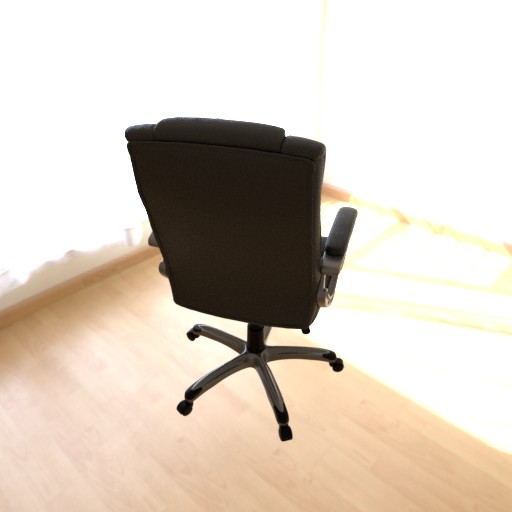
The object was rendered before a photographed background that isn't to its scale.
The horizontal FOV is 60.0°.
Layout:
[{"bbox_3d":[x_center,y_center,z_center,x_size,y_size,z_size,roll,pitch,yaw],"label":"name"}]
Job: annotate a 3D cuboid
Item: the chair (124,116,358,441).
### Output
[{"bbox_3d":[0.000,0.000,1.596,0.721,1.130,0.719,10,34,15],"label":"chair"}]
